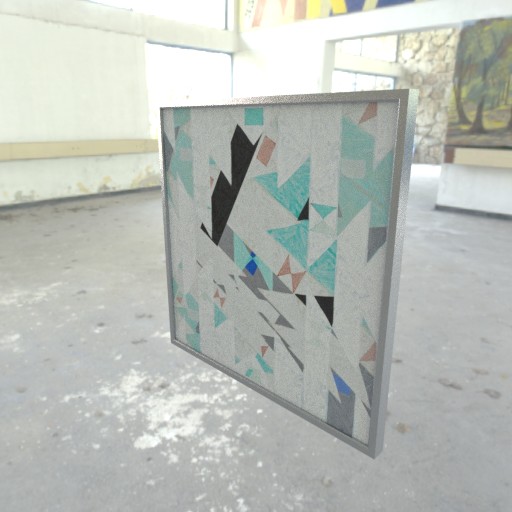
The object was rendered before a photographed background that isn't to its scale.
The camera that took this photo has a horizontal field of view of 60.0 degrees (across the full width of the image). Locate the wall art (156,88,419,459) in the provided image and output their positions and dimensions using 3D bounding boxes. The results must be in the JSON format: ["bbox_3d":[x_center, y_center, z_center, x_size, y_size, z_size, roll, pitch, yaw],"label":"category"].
[{"bbox_3d":[0.000,0.000,1.194,0.806,0.806,0.038,16,23,42],"label":"wall art"}]
